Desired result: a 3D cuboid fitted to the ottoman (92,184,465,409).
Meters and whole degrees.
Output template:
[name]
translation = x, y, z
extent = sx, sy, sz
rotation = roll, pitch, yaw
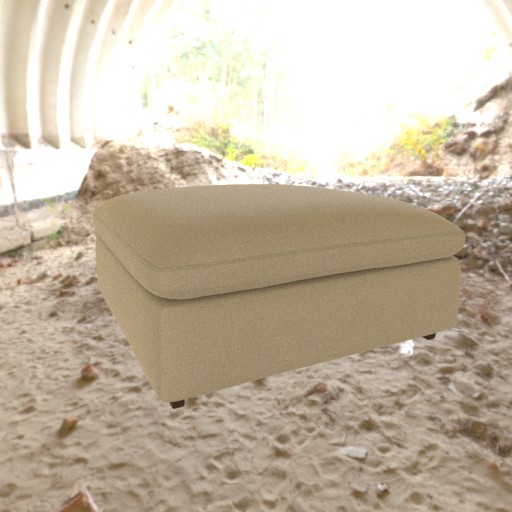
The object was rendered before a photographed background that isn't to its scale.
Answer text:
[ottoman]
translation = 0.000, 0.000, 1.550
extent = 0.977, 0.467, 0.996
rotation = -7, 16, -26
